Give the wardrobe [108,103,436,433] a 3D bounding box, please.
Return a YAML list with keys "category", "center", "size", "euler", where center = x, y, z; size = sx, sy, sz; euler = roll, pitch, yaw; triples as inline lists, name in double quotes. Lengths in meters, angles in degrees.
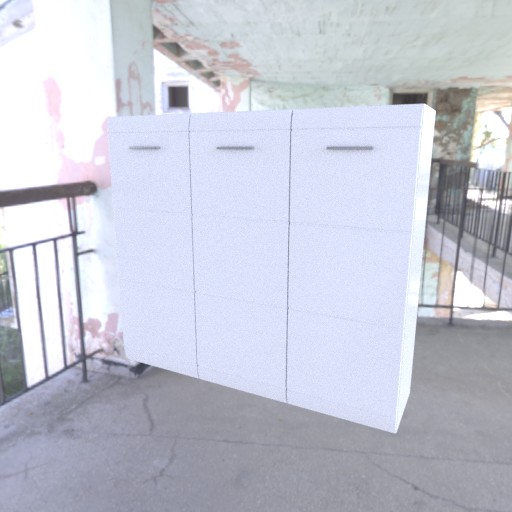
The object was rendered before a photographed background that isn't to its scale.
- category: "wardrobe"
  center: [0.000, 0.000, 1.958]
  size: [1.340, 1.200, 0.360]
  euler: [7, 15, 27]
